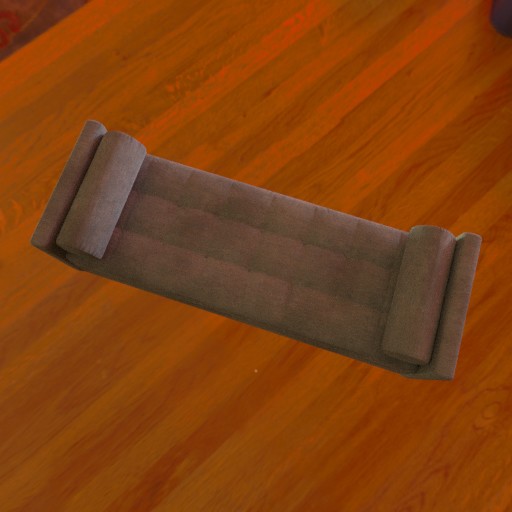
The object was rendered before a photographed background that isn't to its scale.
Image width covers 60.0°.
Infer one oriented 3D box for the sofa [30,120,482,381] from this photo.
[{"bbox_3d":[0.000,0.000,2.324,1.981,0.635,0.686,17,76,4],"label":"sofa"}]
